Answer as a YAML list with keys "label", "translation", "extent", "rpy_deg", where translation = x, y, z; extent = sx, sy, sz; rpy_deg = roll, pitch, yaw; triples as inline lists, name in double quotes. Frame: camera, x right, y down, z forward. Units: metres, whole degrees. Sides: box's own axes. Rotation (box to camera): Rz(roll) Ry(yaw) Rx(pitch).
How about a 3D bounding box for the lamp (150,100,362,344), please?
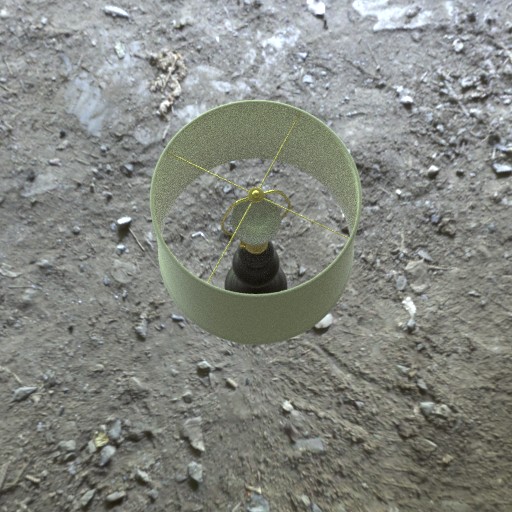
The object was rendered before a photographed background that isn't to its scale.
- label: "lamp"
  translation: [0.000, 0.000, 0.832]
  extent: [0.335, 0.611, 0.335]
  rpy_deg: [0, 76, 0]
